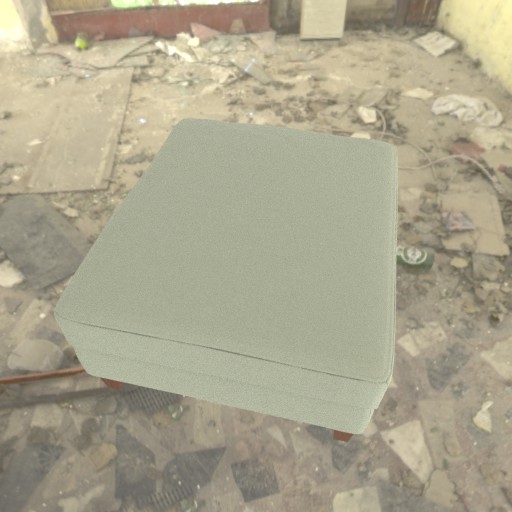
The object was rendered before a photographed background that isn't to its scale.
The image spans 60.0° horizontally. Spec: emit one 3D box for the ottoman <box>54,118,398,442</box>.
[{"bbox_3d":[0.000,0.000,1.483,0.842,0.494,0.991,10,47,9],"label":"ottoman"}]
